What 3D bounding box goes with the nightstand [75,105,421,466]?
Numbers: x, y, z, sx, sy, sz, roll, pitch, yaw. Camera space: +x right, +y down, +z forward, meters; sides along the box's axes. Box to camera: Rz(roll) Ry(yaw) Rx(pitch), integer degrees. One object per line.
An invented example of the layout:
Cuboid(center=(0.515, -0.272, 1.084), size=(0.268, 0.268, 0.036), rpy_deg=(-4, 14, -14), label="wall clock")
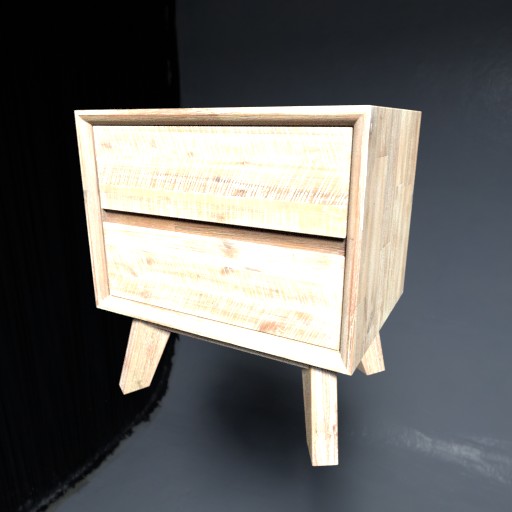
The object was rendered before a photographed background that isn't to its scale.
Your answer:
Cuboid(center=(0.000, 0.000, 0.947), size=(0.552, 0.589, 0.396), rpy_deg=(9, 19, 27), label="nightstand")
